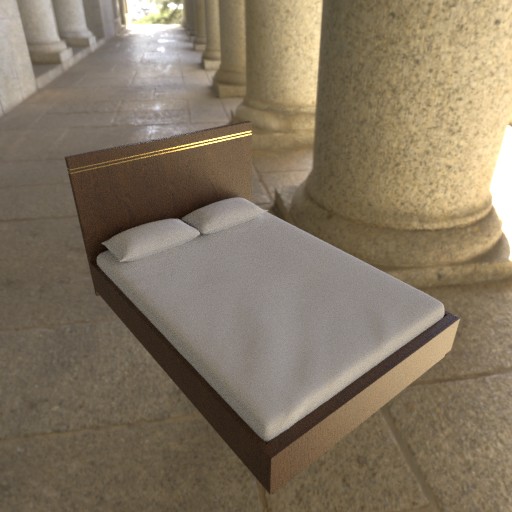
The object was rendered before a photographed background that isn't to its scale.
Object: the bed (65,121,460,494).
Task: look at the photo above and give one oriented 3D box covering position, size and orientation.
[{"bbox_3d":[0.000,0.000,3.051,1.613,1.169,2.221,-22,37,-33],"label":"bed"}]
